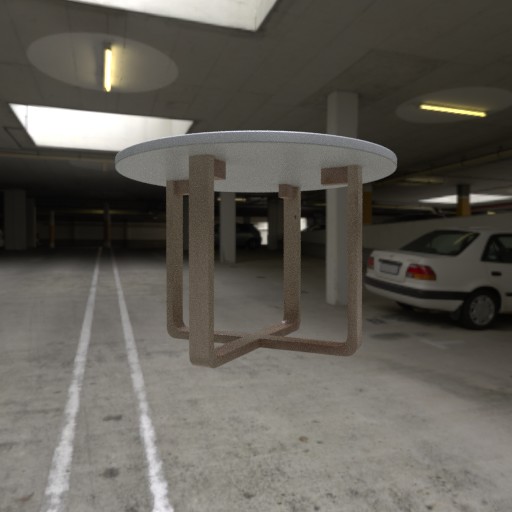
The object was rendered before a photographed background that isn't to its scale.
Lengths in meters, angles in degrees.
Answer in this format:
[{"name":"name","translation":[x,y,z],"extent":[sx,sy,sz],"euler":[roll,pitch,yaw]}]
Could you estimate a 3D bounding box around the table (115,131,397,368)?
[{"name":"table","translation":[0.000,0.000,0.993],"extent":[0.600,0.400,0.600],"euler":[0,1,0]}]
